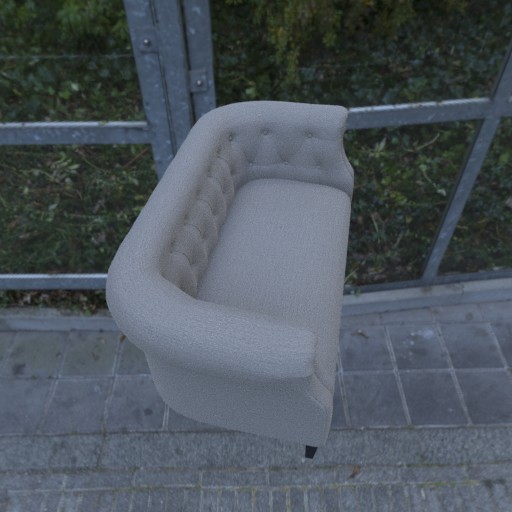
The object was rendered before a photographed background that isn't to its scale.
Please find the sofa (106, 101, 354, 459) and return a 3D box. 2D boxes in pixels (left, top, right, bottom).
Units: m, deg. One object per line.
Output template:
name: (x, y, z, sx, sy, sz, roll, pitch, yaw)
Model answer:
sofa: (0.000, 0.000, 2.031, 0.835, 0.827, 1.558, 9, 46, 8)
